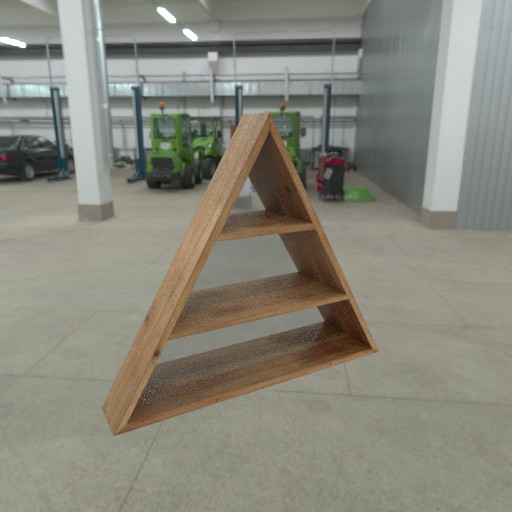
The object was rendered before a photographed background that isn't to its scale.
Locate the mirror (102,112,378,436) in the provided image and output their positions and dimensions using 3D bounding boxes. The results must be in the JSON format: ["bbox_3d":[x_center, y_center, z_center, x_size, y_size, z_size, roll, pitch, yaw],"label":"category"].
[{"bbox_3d":[0.000,0.000,0.893,0.631,0.548,0.100,-9,18,-28],"label":"mirror"}]
